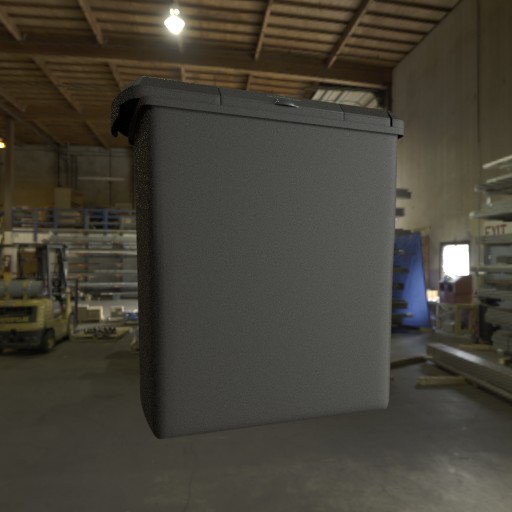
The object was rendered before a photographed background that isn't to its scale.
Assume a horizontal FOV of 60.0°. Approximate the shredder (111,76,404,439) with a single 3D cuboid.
[{"bbox_3d":[0.000,0.000,0.511,0.320,0.335,0.170,0,-1,-20],"label":"shredder"}]
